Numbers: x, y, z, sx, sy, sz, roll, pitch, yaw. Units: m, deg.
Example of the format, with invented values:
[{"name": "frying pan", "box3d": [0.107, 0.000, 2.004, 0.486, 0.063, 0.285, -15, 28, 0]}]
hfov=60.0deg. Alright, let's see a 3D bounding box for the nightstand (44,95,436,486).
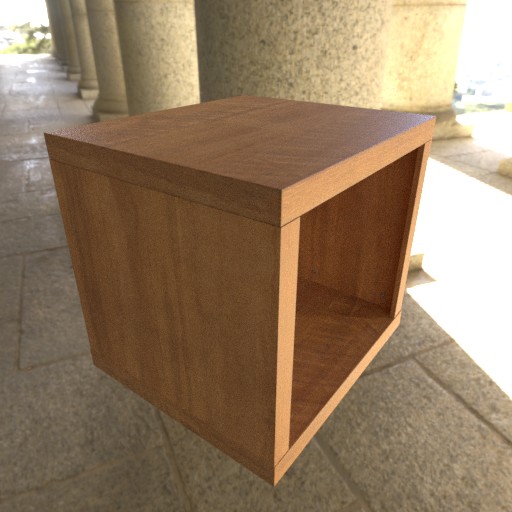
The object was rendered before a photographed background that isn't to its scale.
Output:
[{"name": "nightstand", "box3d": [0.000, 0.000, 0.839, 0.436, 0.491, 0.493, 19, 33, 32]}]
